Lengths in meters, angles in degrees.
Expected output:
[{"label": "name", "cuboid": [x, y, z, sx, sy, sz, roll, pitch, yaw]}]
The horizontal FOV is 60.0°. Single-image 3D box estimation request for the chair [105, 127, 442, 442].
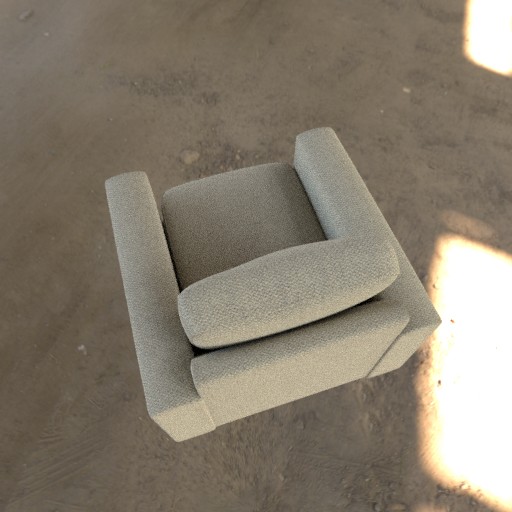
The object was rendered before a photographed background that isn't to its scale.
[{"label": "chair", "cuboid": [0.000, 0.000, 1.752, 1.005, 0.873, 1.016, -15, 61, -9]}]
